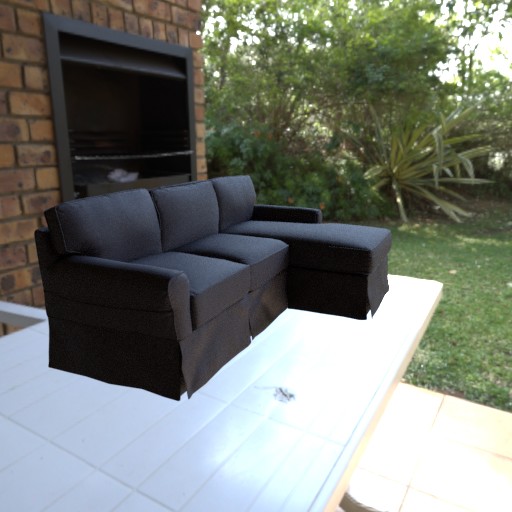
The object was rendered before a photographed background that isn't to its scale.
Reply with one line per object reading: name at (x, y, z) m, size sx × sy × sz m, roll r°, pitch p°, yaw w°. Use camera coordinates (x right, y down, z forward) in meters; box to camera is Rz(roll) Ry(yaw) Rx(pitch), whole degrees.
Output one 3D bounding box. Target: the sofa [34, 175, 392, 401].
sofa at (0.000, 0.000, 3.319) m, size 1.637 × 1.039 × 2.518 m, roll 7°, pitch 16°, yaw 25°
